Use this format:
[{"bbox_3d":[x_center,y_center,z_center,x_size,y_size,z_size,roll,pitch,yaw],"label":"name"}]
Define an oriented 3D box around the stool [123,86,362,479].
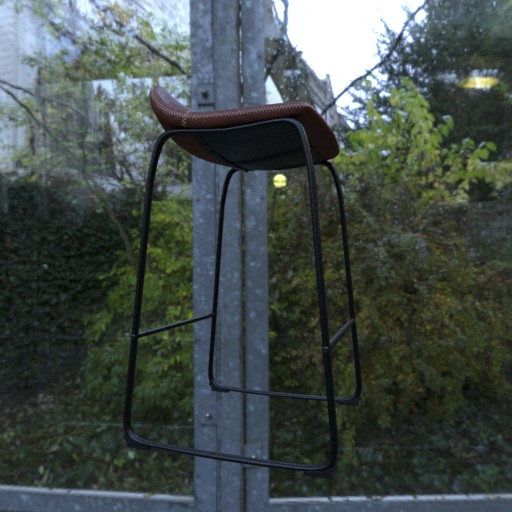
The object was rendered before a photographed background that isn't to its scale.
[{"bbox_3d":[0.000,0.000,1.105,0.473,0.830,0.454,0,-1,19],"label":"stool"}]
